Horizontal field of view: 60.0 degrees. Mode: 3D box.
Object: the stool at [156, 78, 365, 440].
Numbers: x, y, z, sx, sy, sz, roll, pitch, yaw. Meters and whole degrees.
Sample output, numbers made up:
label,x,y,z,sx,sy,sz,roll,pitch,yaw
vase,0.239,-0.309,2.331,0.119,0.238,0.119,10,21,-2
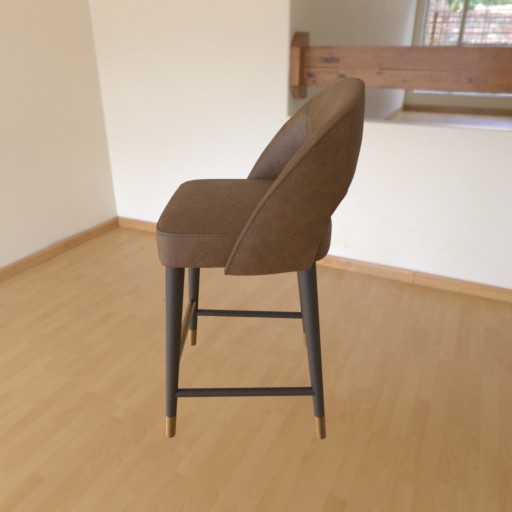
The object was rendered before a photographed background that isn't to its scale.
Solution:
label,x,y,z,sx,sy,sz,roll,pitch,yaw
stool,0.000,0.000,1.260,0.509,0.940,0.494,0,25,1
